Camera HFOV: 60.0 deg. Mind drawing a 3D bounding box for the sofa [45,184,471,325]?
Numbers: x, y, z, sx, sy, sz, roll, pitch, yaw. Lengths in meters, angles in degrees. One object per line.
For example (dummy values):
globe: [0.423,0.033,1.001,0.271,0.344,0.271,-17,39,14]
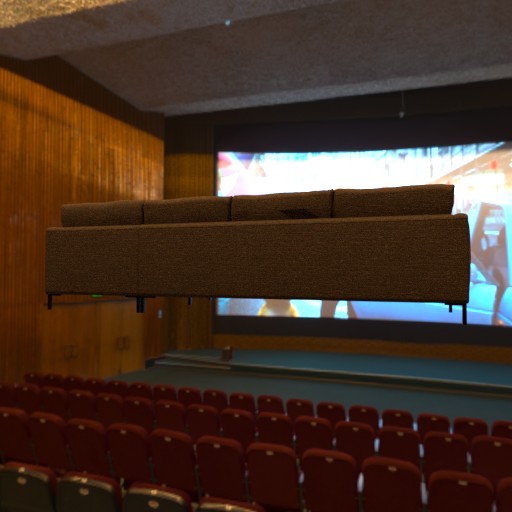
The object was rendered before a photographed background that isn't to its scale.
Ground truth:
sofa: [0.000,0.000,3.831,3.221,0.892,1.483,0,-2,18]
